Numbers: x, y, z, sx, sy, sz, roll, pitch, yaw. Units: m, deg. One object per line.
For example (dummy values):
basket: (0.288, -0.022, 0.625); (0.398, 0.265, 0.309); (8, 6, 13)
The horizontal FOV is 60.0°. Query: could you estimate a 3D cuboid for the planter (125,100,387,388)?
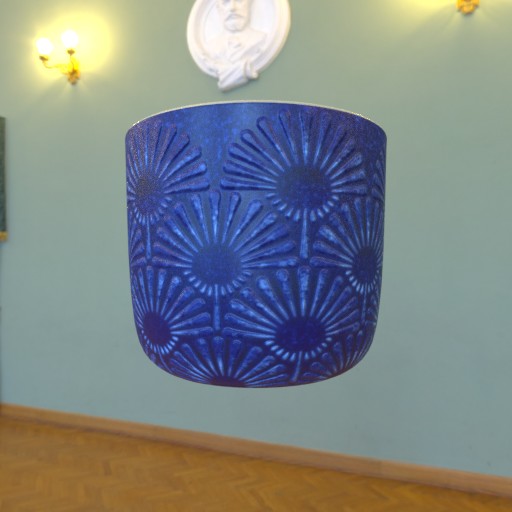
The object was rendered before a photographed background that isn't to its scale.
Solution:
planter: (0.000, 0.000, 0.217); (0.124, 0.109, 0.124); (0, -1, 0)
